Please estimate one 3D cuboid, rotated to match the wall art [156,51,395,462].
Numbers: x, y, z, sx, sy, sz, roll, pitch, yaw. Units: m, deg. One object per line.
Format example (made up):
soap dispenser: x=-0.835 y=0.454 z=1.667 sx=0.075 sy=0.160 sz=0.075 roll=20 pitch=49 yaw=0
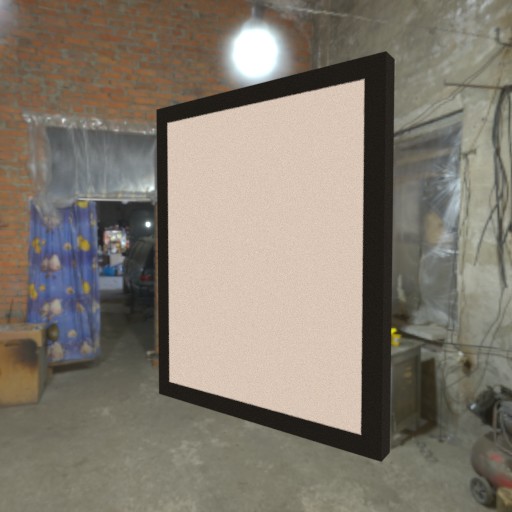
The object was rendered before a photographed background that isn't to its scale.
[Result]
wall art: x=0.000 y=0.000 z=0.542 sx=0.329 sy=0.404 sz=0.024 roll=2 pitch=3 yaw=36
